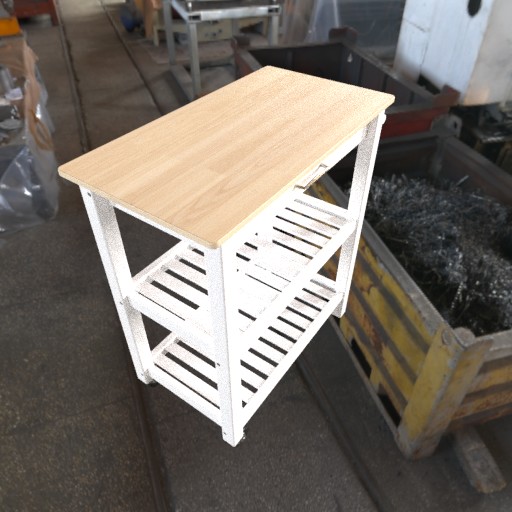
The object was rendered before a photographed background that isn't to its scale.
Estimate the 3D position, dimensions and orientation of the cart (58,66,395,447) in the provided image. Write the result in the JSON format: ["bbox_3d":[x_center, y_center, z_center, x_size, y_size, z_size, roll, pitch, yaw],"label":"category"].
[{"bbox_3d":[0.000,0.000,1.466,0.457,0.927,0.899,25,47,26],"label":"cart"}]
